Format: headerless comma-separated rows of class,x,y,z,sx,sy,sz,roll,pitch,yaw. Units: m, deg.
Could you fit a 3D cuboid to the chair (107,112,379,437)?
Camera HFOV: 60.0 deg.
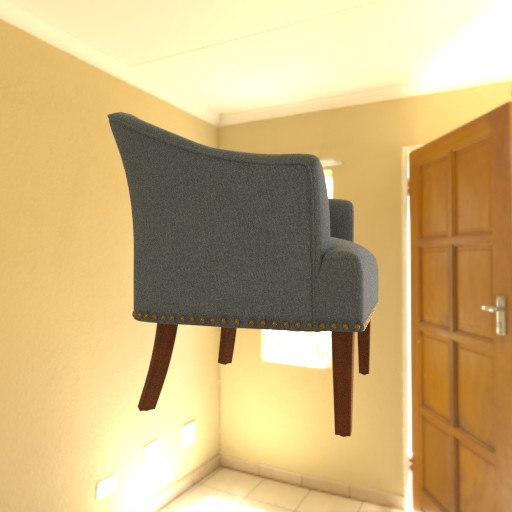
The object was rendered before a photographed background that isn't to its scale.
chair,0.000,0.000,1.368,0.704,0.815,0.798,0,-1,18
